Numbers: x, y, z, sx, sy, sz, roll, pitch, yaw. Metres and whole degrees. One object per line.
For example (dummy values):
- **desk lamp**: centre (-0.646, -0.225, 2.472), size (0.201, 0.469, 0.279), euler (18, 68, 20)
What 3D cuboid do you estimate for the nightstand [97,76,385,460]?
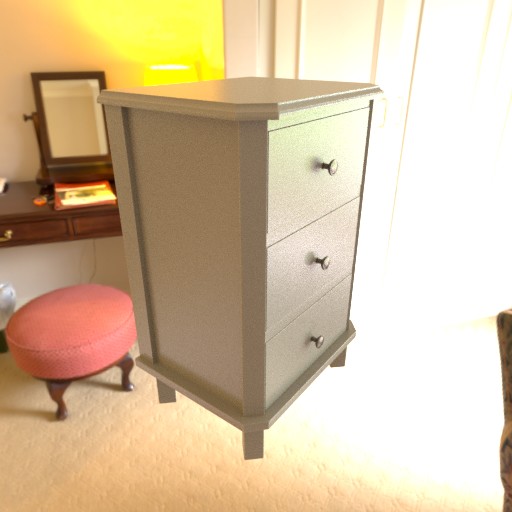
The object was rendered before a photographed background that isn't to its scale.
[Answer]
- **nightstand**: centre (0.000, 0.000, 0.951), size (0.348, 0.680, 0.435), euler (18, 31, 33)
